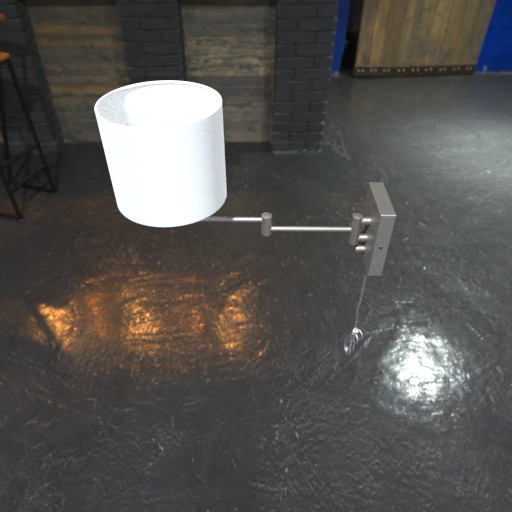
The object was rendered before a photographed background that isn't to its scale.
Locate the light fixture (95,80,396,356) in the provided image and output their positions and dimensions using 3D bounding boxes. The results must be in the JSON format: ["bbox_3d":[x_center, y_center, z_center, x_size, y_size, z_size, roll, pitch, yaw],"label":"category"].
[{"bbox_3d":[0.000,0.000,0.928,0.516,0.651,0.203,0,40,1],"label":"light fixture"}]
